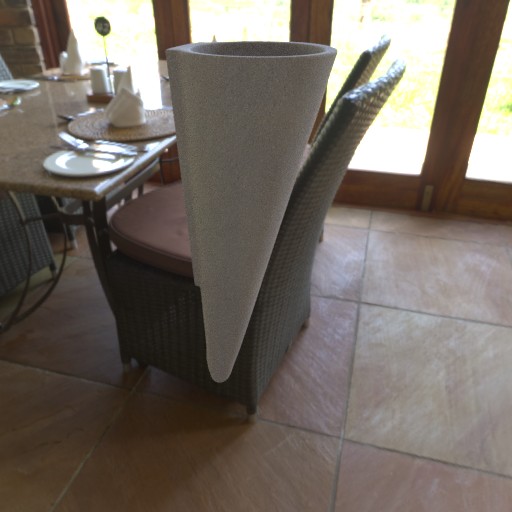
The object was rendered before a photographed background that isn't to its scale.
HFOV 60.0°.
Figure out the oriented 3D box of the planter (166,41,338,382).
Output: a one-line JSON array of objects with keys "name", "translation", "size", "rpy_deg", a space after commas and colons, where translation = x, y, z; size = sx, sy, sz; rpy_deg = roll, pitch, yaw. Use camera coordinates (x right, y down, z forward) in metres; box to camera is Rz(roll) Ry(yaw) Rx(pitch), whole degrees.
[{"name": "planter", "translation": [0.000, 0.000, 0.303], "size": [0.087, 0.259, 0.078], "rpy_deg": [10, 32, 16]}]
